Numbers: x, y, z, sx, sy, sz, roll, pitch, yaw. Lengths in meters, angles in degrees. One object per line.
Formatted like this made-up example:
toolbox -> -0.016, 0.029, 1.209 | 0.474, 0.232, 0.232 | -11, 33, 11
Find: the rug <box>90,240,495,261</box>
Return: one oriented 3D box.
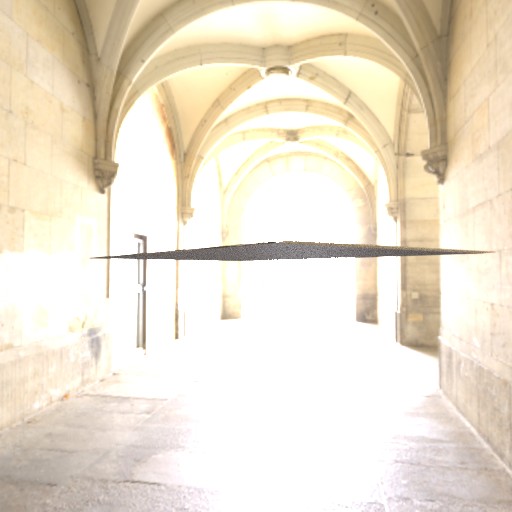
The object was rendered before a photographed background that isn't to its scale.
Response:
rug -> 0.000, 0.000, 2.977 | 1.529, 0.010, 2.440 | 2, -3, -36
